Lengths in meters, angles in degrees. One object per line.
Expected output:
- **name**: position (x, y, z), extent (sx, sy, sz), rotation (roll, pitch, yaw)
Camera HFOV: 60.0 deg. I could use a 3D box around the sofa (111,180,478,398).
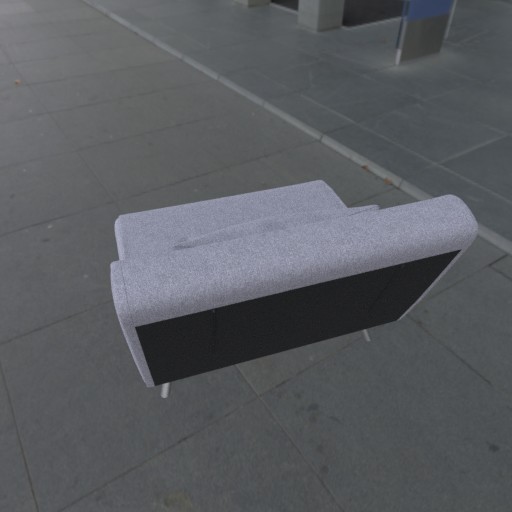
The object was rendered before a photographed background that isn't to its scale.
- **sofa**: position (0.000, 0.000, 1.712), extent (1.020, 0.825, 1.000), rotation (-12, 42, -14)
